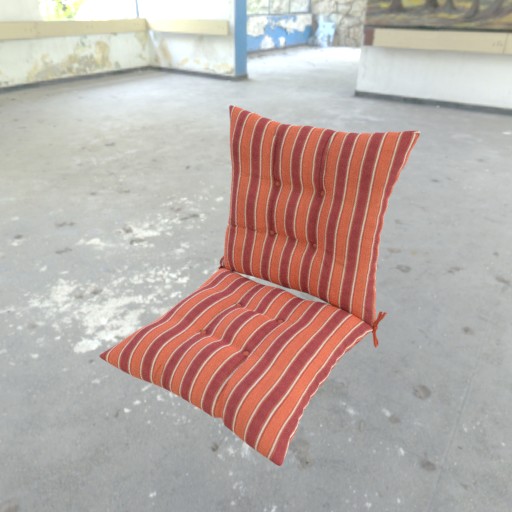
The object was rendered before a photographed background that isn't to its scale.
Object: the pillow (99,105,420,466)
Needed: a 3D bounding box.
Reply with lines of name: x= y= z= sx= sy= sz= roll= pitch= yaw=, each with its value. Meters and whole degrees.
pillow: x=0.000 y=0.000 z=1.015 sx=0.541 sy=0.536 sz=0.585 roll=19 pitch=35 yaw=29
